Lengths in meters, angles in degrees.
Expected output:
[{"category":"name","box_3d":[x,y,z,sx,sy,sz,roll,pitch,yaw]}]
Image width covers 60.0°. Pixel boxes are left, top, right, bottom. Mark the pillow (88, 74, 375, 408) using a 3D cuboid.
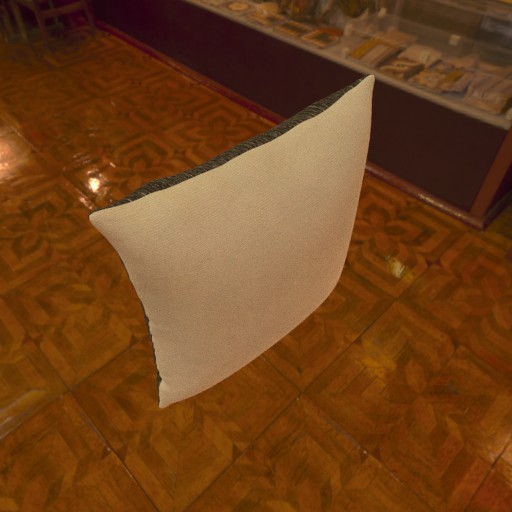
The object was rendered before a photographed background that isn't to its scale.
[{"category":"pillow","box_3d":[0.000,0.000,0.673,0.433,0.434,0.196,-34,56,-27]}]
